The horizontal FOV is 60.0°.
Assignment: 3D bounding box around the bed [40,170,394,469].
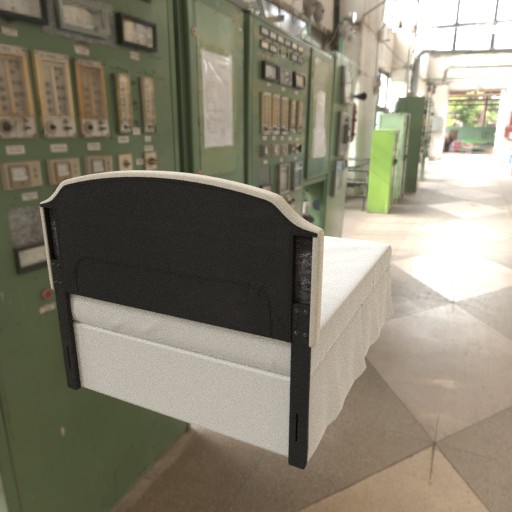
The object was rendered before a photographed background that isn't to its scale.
[{"bbox_3d":[0.000,0.000,2.947,1.558,1.270,1.999,8,18,25],"label":"bed"}]
